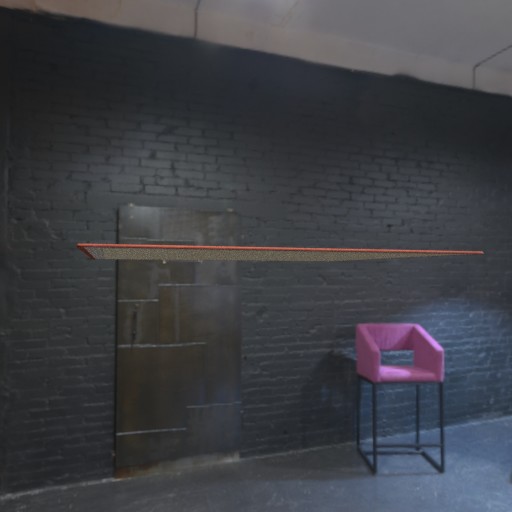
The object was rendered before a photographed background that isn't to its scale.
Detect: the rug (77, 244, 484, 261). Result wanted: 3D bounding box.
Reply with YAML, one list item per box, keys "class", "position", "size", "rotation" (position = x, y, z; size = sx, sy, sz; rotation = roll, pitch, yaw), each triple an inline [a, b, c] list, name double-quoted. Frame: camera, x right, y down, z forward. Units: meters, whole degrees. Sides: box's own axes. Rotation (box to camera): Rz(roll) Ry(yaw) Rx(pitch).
- class: "rug"
  position: [0.000, 0.000, 4.145]
  size: [2.976, 0.018, 2.430]
  rotation: [1, -2, -19]
